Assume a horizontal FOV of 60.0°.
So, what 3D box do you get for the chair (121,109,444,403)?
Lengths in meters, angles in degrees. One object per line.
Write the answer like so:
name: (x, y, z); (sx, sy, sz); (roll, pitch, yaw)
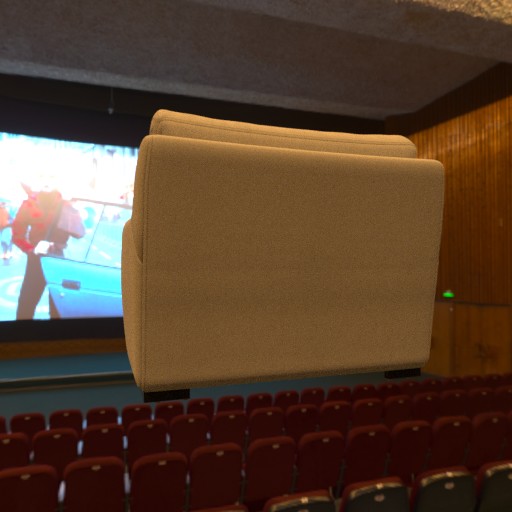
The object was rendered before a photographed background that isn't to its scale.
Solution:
chair: (0.000, 0.000, 1.947); (1.140, 0.930, 1.158); (0, -1, -19)
